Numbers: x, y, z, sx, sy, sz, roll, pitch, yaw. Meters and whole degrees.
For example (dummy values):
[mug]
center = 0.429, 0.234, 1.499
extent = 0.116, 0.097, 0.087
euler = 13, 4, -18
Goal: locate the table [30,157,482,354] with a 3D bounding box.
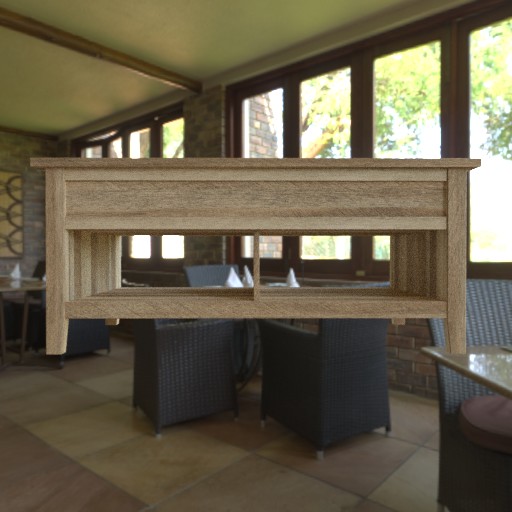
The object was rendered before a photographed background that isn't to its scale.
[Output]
[table]
center = 0.000, 0.000, 1.322
extent = 1.095, 0.480, 0.493
euler = 0, 1, 0
